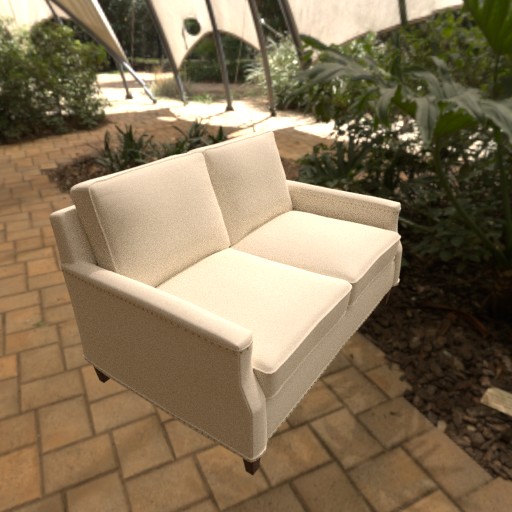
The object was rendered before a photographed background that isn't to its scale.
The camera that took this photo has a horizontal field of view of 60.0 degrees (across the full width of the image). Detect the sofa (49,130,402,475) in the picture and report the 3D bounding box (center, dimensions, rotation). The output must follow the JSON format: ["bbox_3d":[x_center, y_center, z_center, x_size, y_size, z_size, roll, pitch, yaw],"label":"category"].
[{"bbox_3d":[0.000,0.000,2.272,1.084,1.003,1.597,17,32,30],"label":"sofa"}]
